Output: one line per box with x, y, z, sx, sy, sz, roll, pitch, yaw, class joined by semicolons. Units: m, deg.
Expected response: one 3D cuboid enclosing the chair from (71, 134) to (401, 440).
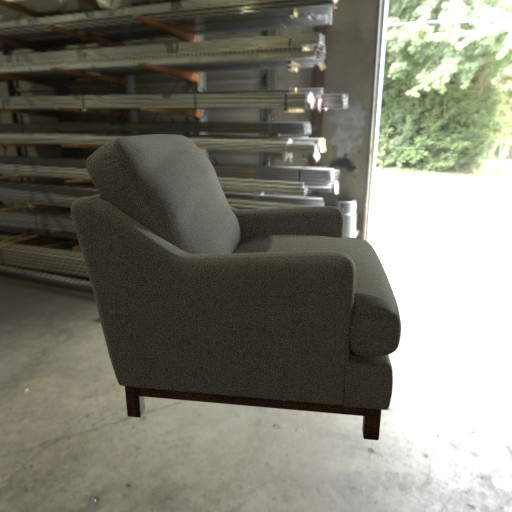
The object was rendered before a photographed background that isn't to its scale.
0.000;0.000;1.550;0.892;0.821;0.826;2;16;8;chair
